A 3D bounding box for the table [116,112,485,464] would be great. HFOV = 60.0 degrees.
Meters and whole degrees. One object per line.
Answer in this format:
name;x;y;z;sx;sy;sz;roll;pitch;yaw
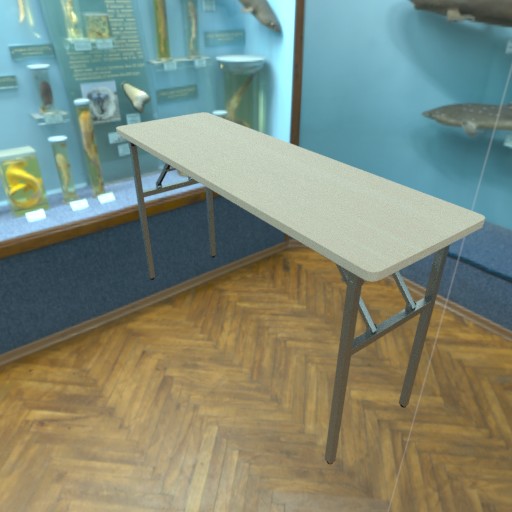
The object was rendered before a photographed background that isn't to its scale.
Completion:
table;0.000;0.000;1.691;0.446;0.750;1.397;-21;37;-31
